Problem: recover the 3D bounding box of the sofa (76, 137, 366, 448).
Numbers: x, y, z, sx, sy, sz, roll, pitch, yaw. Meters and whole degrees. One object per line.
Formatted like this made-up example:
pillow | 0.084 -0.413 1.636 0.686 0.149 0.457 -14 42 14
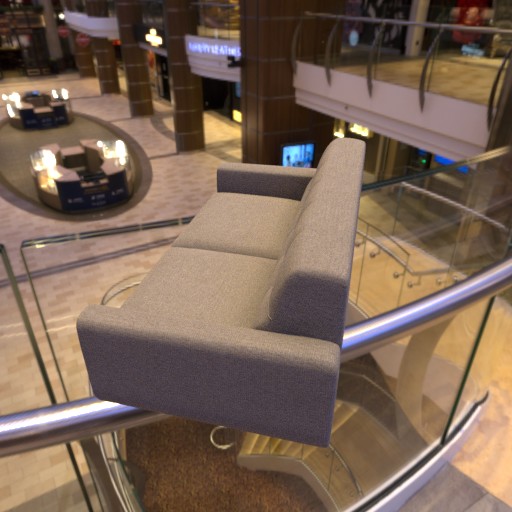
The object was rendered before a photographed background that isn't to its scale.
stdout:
sofa | 0.000 0.000 2.141 0.909 0.841 1.631 7 32 12
